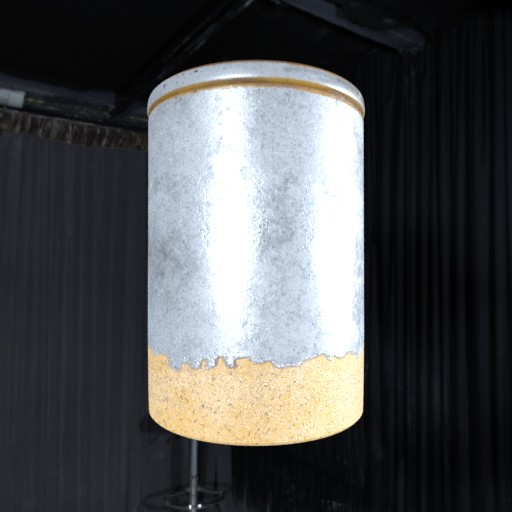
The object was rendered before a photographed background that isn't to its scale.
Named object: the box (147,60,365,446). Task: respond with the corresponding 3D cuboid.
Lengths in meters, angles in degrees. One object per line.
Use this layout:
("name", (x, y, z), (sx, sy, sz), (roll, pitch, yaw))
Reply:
("box", (0.000, 0.000, 0.245), (0.118, 0.168, 0.118), (0, -2, 0))
